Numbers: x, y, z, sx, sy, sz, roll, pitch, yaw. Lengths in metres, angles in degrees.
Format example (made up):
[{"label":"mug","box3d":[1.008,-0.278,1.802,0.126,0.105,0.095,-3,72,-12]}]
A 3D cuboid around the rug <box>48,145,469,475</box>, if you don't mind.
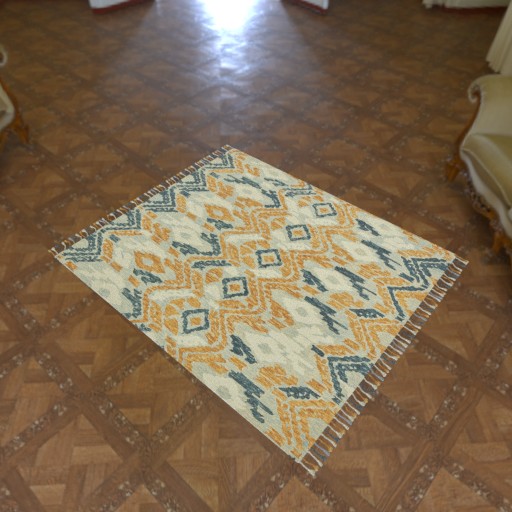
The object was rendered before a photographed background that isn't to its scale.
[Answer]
[{"label":"rug","box3d":[0.000,0.000,4.090,3.048,0.010,2.439,31,53,27]}]
